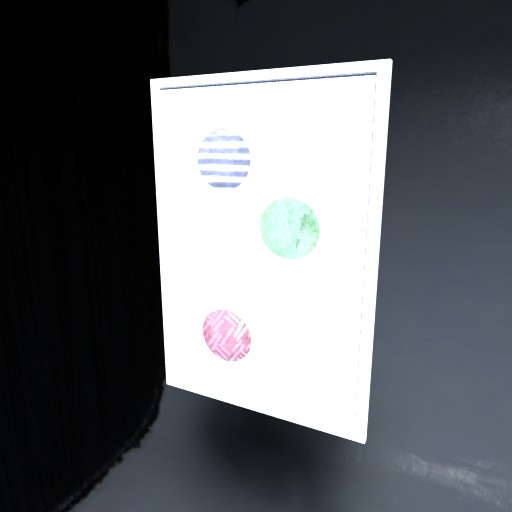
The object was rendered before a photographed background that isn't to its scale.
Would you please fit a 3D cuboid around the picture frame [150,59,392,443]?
[{"bbox_3d":[0.000,0.000,0.844,0.457,0.657,0.013,7,16,27],"label":"picture frame"}]
